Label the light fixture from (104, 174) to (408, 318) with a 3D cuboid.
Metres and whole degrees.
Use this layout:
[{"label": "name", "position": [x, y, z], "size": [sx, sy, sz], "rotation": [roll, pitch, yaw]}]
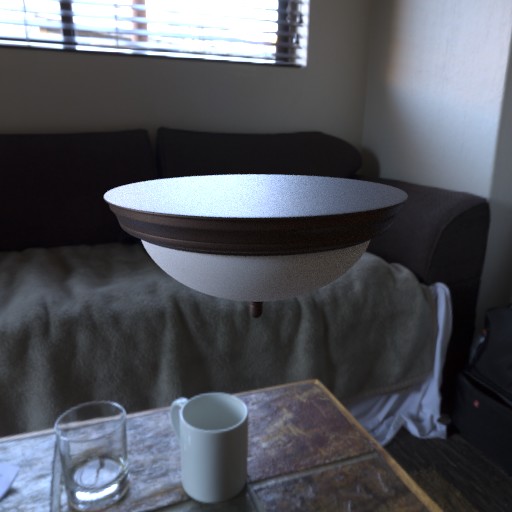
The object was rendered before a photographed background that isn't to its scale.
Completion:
[{"label": "light fixture", "position": [0.000, 0.000, 0.447], "size": [0.280, 0.135, 0.280], "rotation": [0, 16, 0]}]
